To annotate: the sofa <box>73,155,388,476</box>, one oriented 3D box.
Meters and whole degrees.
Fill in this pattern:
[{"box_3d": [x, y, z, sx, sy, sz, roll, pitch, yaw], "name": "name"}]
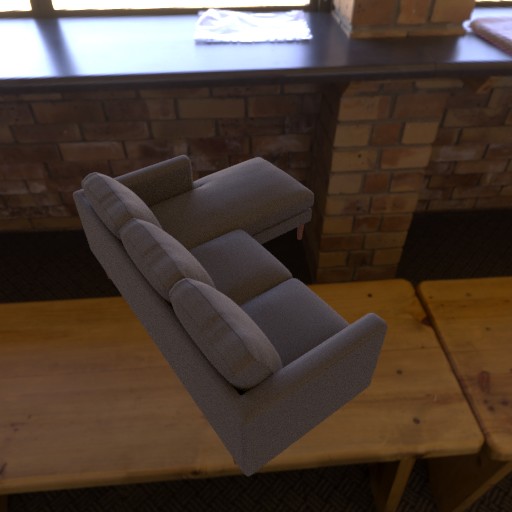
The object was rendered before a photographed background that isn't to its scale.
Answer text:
[{"box_3d": [0.000, 0.000, 2.880, 1.591, 0.897, 2.031, -26, 49, -26], "name": "sofa"}]
